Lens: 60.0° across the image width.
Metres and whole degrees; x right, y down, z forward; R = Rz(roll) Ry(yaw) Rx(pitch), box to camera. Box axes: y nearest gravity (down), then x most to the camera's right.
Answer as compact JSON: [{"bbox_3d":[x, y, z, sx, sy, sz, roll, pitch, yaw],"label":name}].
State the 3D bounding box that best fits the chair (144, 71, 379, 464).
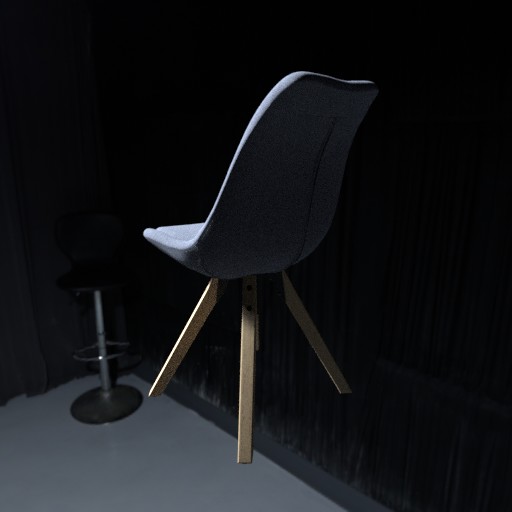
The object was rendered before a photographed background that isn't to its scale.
[{"bbox_3d":[0.000,0.000,1.183,0.550,0.850,0.485,15,21,43],"label":"chair"}]
